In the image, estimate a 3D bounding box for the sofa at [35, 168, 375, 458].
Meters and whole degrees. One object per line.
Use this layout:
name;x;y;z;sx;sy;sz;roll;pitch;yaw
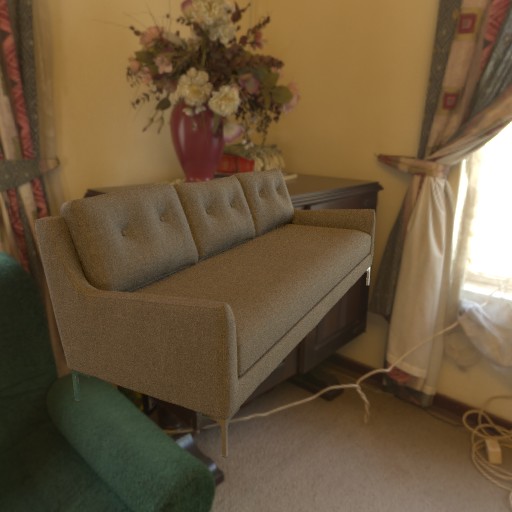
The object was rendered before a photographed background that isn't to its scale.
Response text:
sofa;0.000;0.000;2.442;0.849;0.837;2.060;8;17;26
